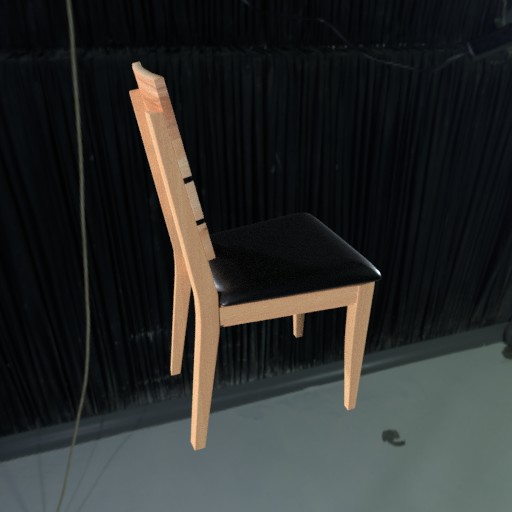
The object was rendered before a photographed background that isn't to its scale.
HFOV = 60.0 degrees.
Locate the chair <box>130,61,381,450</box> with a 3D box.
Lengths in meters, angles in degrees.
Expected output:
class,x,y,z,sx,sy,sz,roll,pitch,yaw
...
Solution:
class,x,y,z,sx,sy,sz,roll,pitch,yaw
chair,0.000,0.000,1.179,0.520,0.940,0.410,-10,30,-18
